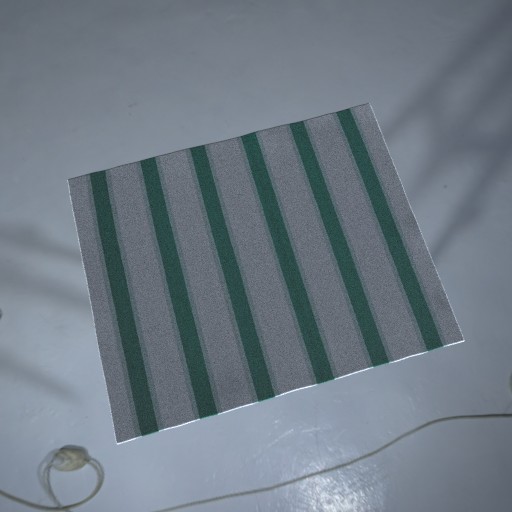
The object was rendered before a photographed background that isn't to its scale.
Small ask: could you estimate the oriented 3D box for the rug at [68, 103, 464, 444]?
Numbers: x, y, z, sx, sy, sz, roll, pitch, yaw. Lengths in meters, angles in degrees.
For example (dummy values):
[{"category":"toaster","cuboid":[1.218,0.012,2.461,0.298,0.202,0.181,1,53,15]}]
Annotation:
[{"category":"rug","cuboid":[0.000,0.000,4.004,3.041,0.019,2.434,-15,75,-4]}]
